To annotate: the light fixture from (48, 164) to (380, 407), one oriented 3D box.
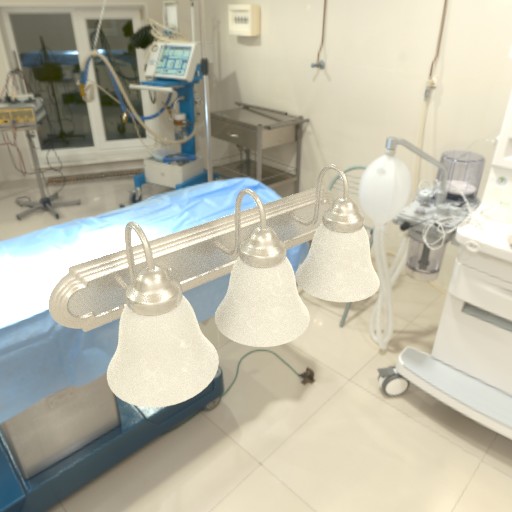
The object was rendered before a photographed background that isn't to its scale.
[{"bbox_3d":[0.000,0.000,0.728,0.610,0.222,0.199,-22,36,-33],"label":"light fixture"}]
